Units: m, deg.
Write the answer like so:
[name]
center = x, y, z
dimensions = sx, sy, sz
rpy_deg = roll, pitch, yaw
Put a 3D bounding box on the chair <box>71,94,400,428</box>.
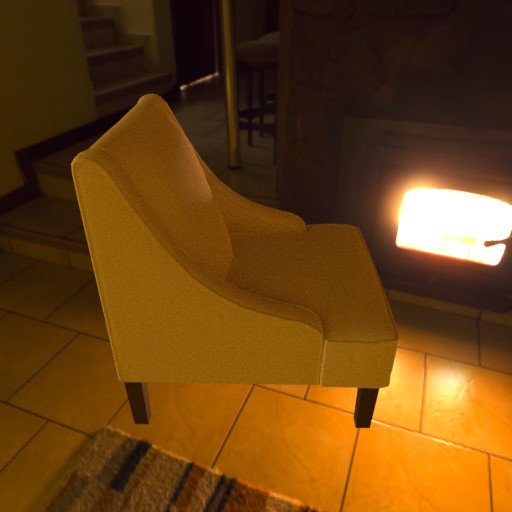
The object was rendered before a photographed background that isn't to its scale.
[chair]
center = 0.000, 0.000, 1.451
dimensions = 0.806, 0.886, 0.689
rpy_deg = 1, 32, 1
